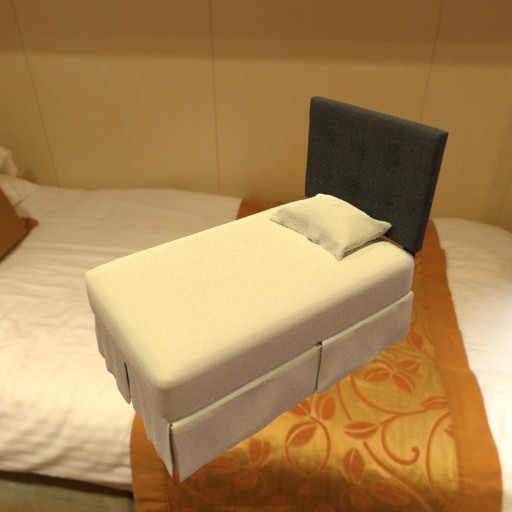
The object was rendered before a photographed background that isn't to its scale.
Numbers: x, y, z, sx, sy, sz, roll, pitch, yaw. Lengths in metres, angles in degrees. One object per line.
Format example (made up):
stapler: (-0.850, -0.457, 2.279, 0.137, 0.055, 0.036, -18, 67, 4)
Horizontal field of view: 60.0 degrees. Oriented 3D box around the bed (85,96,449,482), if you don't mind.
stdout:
bed: (0.000, 0.000, 2.890, 1.997, 1.571, 1.261, -21, 38, -30)
